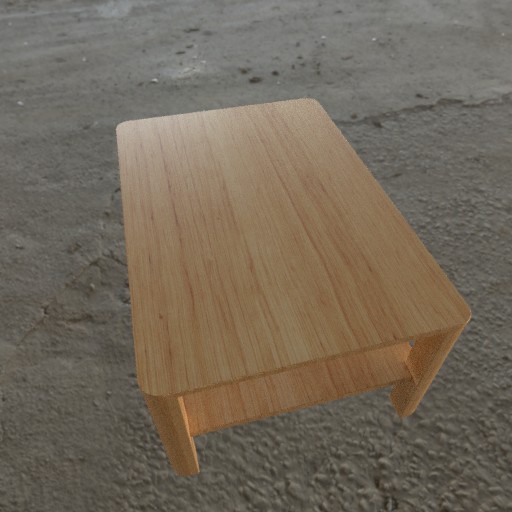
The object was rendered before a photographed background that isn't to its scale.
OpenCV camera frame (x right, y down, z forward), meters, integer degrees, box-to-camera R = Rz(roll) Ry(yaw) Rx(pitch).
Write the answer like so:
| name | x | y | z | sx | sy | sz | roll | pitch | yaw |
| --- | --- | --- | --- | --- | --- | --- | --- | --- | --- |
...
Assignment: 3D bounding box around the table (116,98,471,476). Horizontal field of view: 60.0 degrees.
| name | x | y | z | sx | sy | sz | roll | pitch | yaw |
| --- | --- | --- | --- | --- | --- | --- | --- | --- | --- |
| table | 0.000 | 0.000 | 1.348 | 0.696 | 0.445 | 0.997 | -11 | 48 | -10 |
